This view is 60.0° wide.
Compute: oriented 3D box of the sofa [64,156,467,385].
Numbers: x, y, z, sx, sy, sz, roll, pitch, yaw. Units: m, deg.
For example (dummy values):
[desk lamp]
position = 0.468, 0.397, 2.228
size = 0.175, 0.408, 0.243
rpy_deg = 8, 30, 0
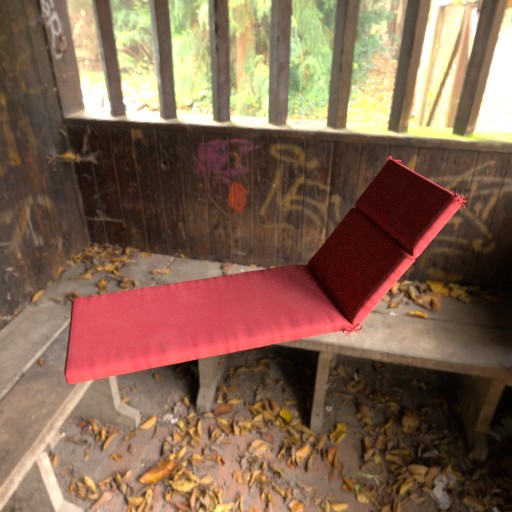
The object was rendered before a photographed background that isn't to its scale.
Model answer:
[sofa]
position = 0.000, 0.000, 1.957
size = 1.663, 0.622, 0.582
rpy_deg = -8, 31, -14
